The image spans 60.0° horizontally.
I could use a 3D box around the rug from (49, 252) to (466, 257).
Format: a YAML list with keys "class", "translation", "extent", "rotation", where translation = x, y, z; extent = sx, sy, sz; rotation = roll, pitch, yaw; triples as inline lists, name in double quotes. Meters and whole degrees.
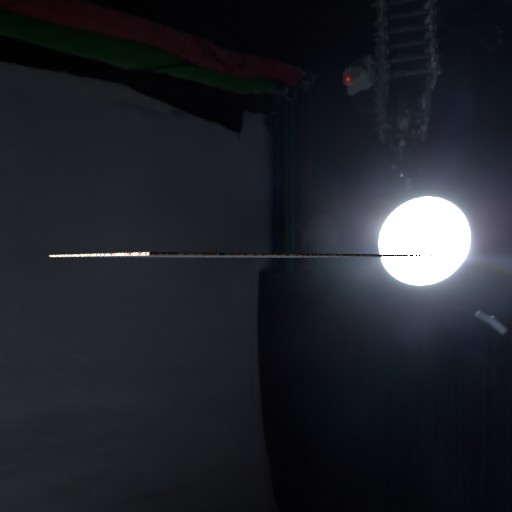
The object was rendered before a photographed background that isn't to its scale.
- class: "rug"
  translation: [0.000, 0.000, 4.287]
  extent: [3.215, 0.020, 2.446]
  rotation: [0, 0, -36]
